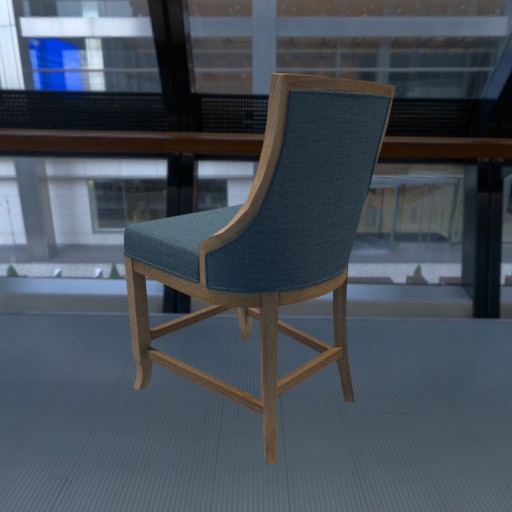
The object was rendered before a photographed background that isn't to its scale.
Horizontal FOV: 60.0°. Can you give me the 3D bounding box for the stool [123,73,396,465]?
[{"bbox_3d":[0.000,0.000,1.301,0.626,0.938,0.524,16,23,42],"label":"stool"}]
